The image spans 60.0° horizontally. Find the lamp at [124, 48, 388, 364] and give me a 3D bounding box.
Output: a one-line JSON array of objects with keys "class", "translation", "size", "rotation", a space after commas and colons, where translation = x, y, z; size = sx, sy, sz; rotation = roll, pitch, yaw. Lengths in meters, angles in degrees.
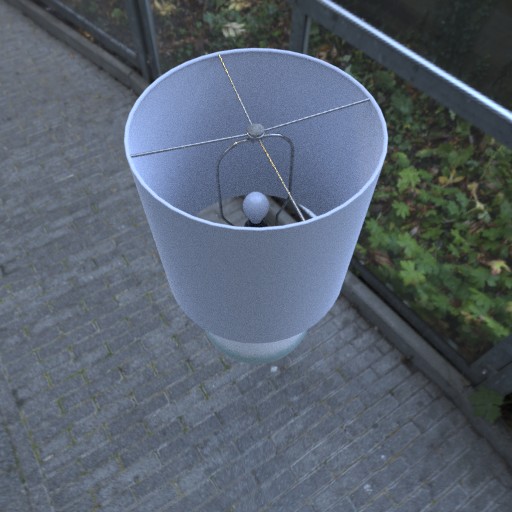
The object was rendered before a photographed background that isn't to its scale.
[{"class": "lamp", "translation": [0.000, 0.000, 0.538], "size": [0.217, 0.404, 0.217], "rotation": [-16, 59, -10]}]
